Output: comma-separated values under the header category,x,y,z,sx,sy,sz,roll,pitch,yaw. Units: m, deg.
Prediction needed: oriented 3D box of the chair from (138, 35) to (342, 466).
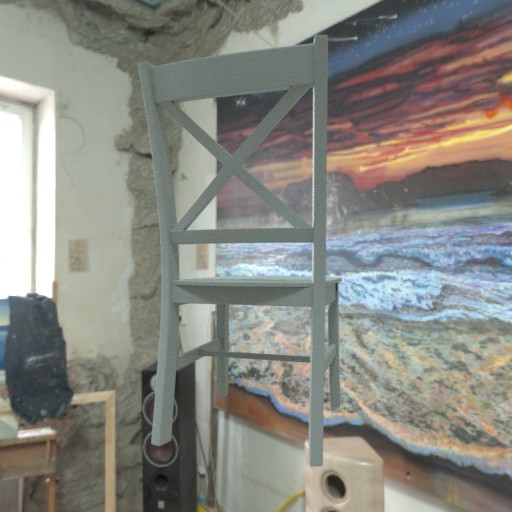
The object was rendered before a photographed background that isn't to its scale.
category,x,y,z,sx,sy,sz,roll,pitch,yaw
chair,0.000,0.000,1.293,0.485,0.983,0.542,0,-1,17
